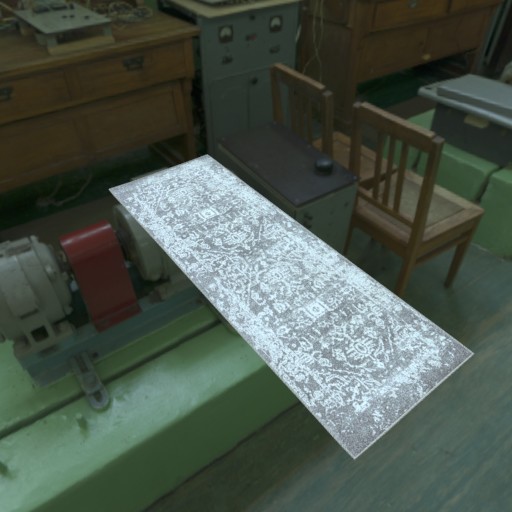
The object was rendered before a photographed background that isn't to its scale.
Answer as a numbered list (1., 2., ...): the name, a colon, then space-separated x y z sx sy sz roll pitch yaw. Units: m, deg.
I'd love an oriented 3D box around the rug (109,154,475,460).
1. rug: 0.000 0.000 2.708 0.855 0.017 2.452 -27 49 -27
